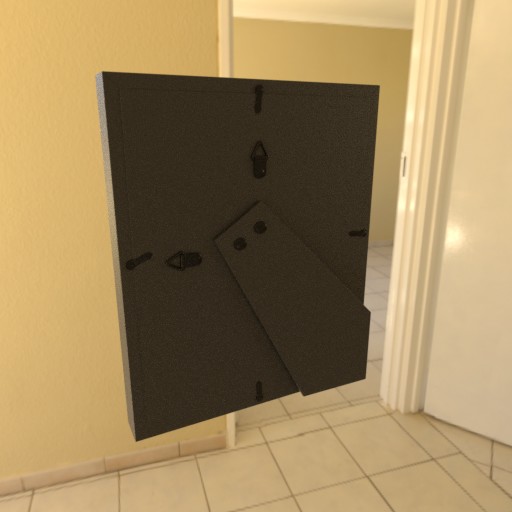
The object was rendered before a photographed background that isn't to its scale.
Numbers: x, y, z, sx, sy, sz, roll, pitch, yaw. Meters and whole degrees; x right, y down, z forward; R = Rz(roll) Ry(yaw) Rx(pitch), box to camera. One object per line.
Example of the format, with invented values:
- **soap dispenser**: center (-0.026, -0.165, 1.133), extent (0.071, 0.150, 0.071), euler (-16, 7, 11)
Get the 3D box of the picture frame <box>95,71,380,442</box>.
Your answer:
- **picture frame**: center (0.000, 0.000, 0.384), extent (0.232, 0.284, 0.042), euler (-8, 18, -26)
